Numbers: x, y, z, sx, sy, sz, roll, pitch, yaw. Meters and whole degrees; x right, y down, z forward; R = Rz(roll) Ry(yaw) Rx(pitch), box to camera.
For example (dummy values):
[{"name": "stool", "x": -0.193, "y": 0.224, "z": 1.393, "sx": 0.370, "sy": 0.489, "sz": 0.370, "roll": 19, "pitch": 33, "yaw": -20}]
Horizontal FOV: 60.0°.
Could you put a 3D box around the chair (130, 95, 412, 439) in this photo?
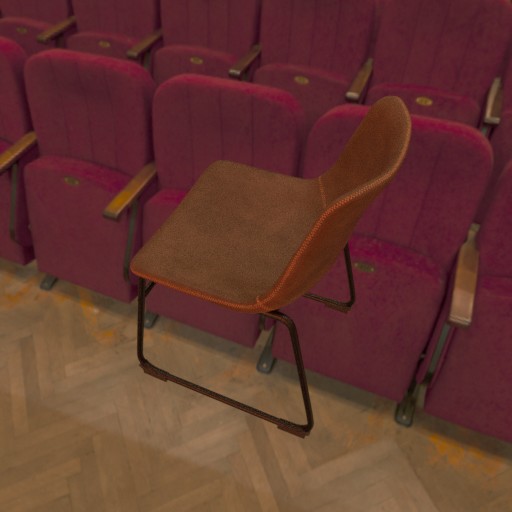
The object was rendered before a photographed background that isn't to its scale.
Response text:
[{"name": "chair", "x": 0.000, "y": 0.000, "z": 1.093, "sx": 0.551, "sy": 0.780, "sz": 0.460, "roll": 17, "pitch": 50, "yaw": 15}]
